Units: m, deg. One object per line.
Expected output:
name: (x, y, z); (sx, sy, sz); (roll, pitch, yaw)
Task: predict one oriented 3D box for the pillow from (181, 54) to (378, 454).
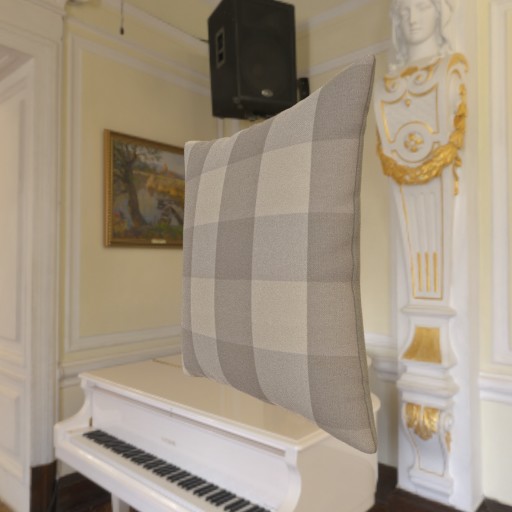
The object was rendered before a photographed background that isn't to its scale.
pillow: (0.000, 0.000, 0.764); (0.161, 0.509, 0.511); (1, -2, -36)
